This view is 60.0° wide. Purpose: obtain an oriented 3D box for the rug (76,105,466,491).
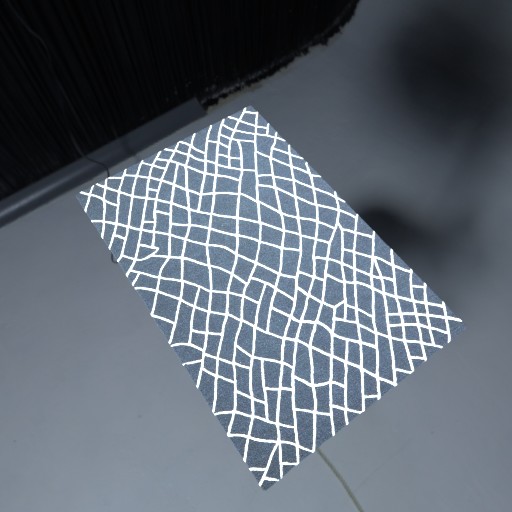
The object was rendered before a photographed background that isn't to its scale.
[{"bbox_3d":[0.000,0.000,2.333,1.223,0.013,1.830,-32,67,-16],"label":"rug"}]
